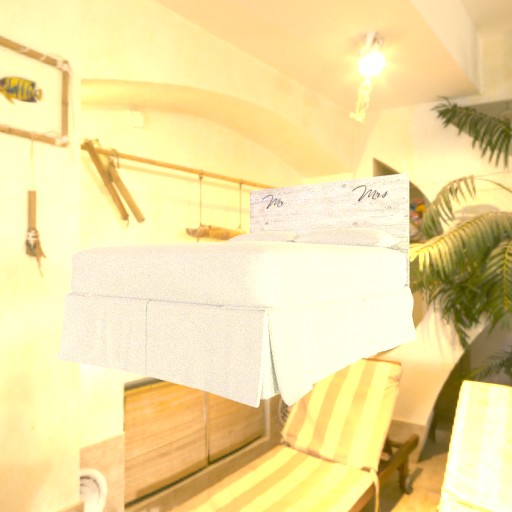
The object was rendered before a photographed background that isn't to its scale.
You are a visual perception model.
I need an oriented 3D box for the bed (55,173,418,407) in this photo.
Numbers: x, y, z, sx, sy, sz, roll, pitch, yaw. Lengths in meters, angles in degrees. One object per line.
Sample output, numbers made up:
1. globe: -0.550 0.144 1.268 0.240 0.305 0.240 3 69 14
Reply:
1. bed: 0.000 0.000 3.182 1.745 1.335 2.094 0 0 37
